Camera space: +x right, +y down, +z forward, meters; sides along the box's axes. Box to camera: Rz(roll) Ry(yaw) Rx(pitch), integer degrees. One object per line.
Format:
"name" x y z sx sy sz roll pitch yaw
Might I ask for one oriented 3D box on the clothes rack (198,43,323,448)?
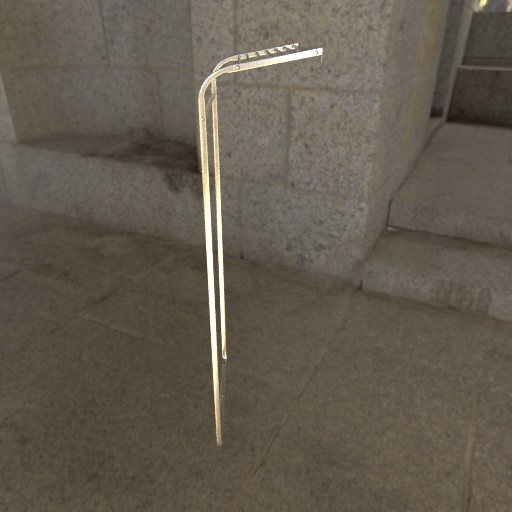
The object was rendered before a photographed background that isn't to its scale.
"clothes rack" 0.000 0.000 1.828 0.349 1.574 0.609 -1 27 -1
